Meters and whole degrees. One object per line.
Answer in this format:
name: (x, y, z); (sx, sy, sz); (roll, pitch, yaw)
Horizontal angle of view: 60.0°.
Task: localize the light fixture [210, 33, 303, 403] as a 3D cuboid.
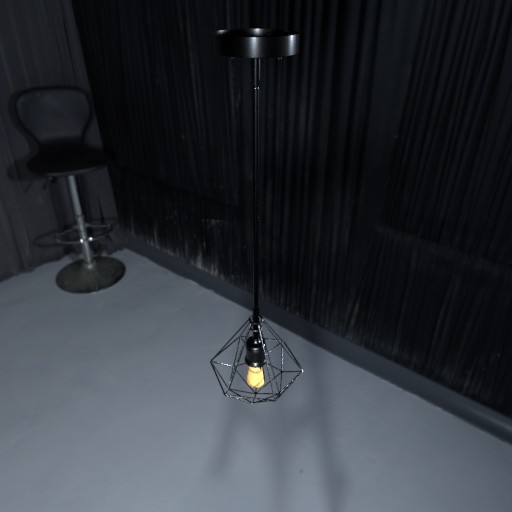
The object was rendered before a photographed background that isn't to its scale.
light fixture: (0.000, 0.000, 1.953); (0.431, 1.764, 0.487); (22, 38, 32)
